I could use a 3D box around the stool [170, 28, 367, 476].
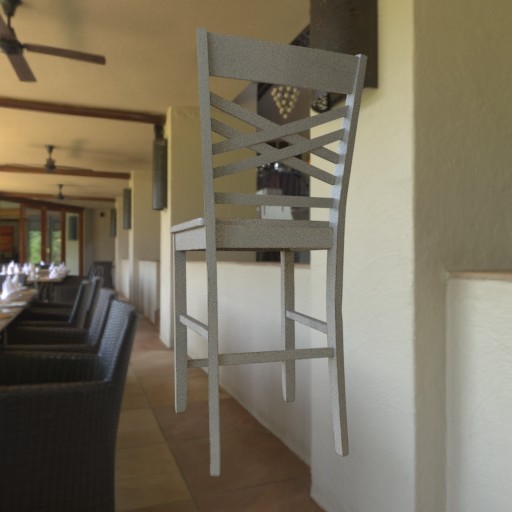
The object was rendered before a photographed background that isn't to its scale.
[{"bbox_3d":[0.000,0.000,1.355,0.462,1.079,0.539,0,0,-18],"label":"stool"}]
